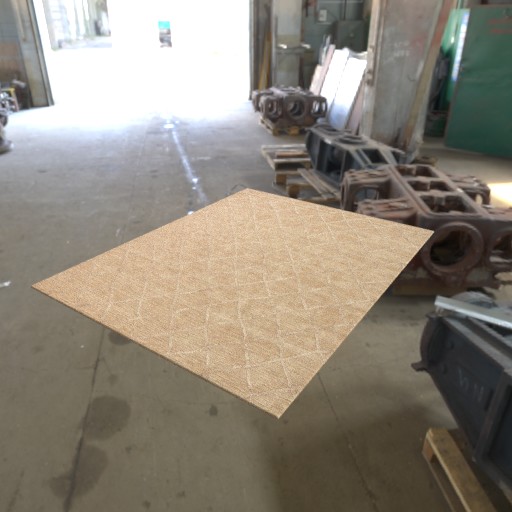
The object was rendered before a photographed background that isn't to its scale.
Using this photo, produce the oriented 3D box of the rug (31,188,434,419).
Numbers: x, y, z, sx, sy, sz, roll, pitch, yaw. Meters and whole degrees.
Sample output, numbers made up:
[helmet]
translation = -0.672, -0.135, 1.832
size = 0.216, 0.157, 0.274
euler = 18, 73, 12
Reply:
[rug]
translation = 0.000, 0.000, 4.150
size = 2.420, 0.019, 3.039
euler = 18, 32, 31
